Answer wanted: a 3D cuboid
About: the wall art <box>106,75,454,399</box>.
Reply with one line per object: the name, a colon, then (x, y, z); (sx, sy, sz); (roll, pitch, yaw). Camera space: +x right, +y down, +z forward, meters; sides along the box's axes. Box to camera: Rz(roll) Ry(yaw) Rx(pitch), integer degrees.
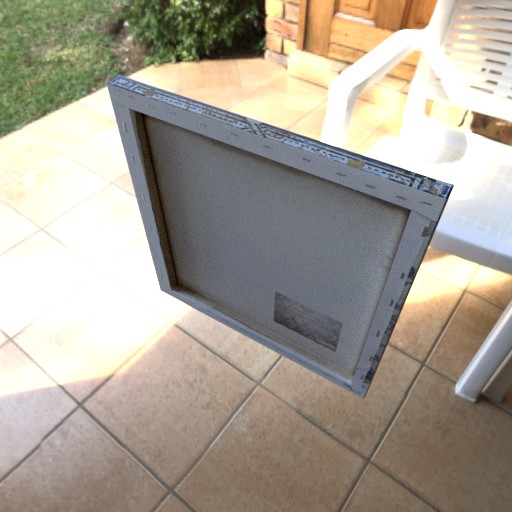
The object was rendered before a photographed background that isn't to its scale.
wall art: (0.000, 0.000, 0.920); (0.609, 0.607, 0.036); (24, 52, 21)
